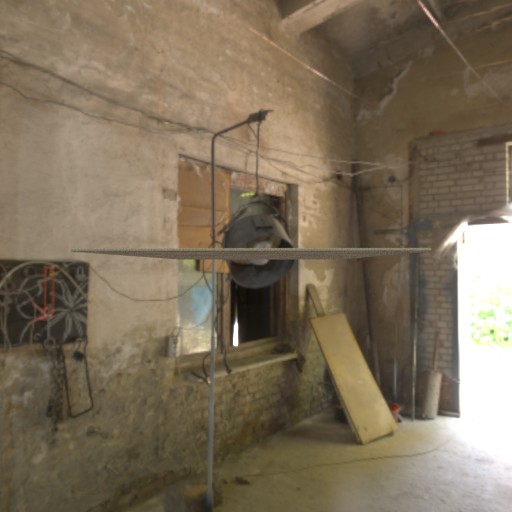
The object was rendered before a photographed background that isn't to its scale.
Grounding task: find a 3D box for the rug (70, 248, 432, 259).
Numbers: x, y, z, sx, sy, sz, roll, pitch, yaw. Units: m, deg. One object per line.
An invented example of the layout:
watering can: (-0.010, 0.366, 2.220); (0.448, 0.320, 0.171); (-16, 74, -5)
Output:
rug: (0.000, 0.000, 2.994); (1.526, 0.014, 2.290); (0, -1, 2)
